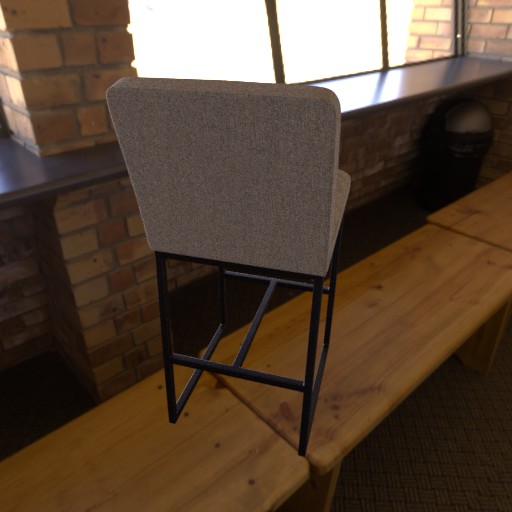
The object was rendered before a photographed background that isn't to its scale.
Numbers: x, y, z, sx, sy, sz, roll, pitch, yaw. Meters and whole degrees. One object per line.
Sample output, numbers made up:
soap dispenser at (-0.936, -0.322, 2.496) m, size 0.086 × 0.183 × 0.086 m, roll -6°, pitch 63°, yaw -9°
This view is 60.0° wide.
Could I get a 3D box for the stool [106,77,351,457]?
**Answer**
stool at (0.000, 0.000, 1.287) m, size 0.459 × 1.034 × 0.571 m, roll 8°, pitch 32°, yaw 14°
